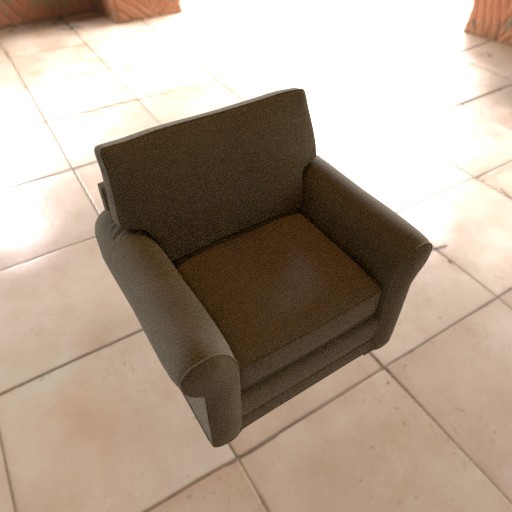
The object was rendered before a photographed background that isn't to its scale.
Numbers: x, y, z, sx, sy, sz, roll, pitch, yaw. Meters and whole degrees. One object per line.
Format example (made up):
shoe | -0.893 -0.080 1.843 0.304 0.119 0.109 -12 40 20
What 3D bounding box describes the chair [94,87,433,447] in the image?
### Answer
chair | 0.000 0.000 1.918 1.147 1.044 0.939 -24 50 -22
